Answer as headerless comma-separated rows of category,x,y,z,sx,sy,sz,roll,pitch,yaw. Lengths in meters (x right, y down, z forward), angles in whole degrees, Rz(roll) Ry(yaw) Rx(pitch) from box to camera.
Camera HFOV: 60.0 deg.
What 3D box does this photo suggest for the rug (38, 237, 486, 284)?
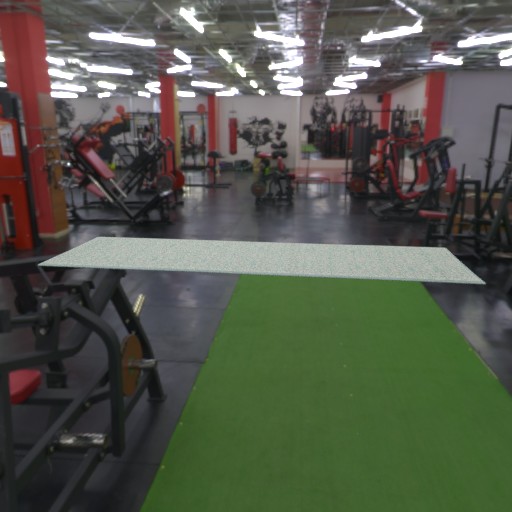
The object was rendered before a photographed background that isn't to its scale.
rug,0.000,0.000,2.469,2.196,0.011,0.662,2,15,8
